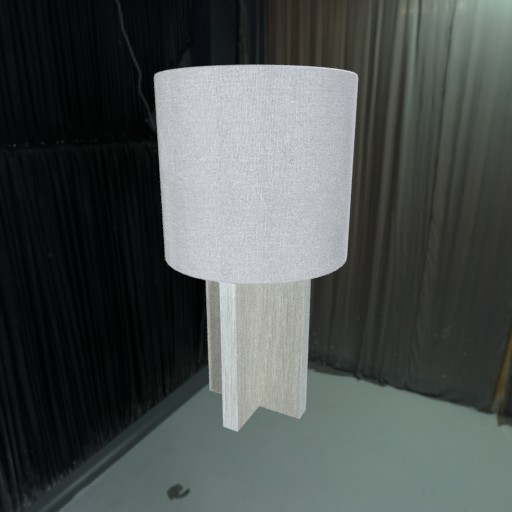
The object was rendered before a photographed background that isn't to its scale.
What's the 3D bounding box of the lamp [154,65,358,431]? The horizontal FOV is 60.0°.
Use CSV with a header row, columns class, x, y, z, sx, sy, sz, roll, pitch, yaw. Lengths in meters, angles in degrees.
class,x,y,z,sx,sy,sz,roll,pitch,yaw
lamp,0.000,0.000,0.569,0.229,0.428,0.229,9,19,26
